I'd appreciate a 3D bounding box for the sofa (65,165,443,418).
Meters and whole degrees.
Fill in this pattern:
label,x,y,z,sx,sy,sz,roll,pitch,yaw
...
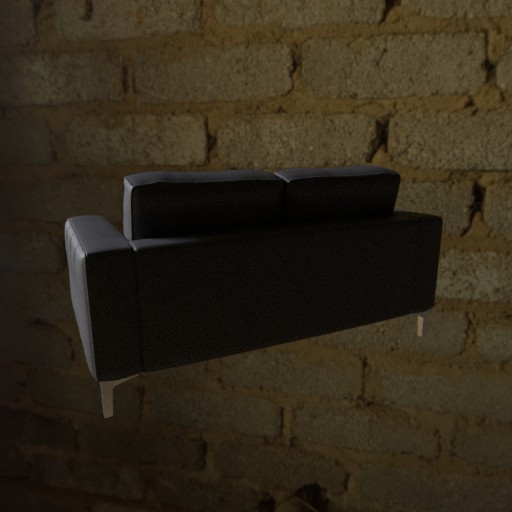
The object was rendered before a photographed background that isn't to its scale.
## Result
label,x,y,z,sx,sy,sz,roll,pitch,yaw
sofa,0.000,0.000,2.236,1.726,0.893,0.833,-7,16,-25
